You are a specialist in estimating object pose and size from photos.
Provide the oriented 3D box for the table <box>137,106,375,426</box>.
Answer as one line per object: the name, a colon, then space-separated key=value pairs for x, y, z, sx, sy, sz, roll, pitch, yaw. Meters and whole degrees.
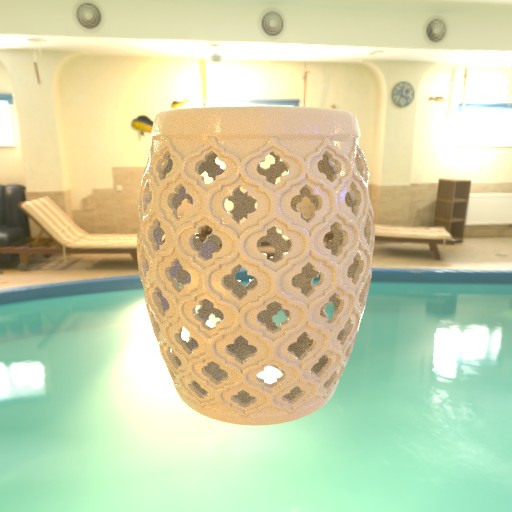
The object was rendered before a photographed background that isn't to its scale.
table: x=0.000 y=0.000 z=0.632 sx=0.325 sy=0.388 sz=0.325 roll=0 pitch=14 yaw=0
